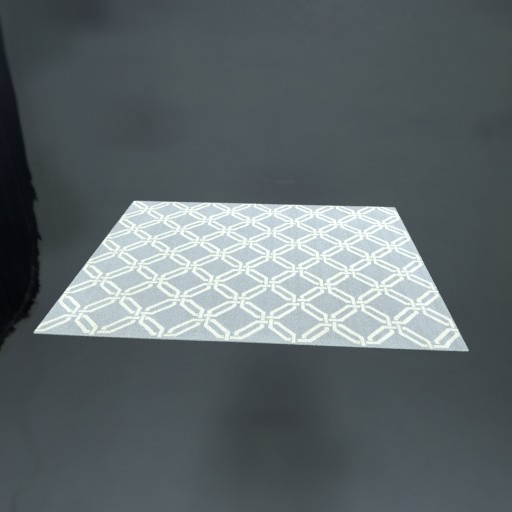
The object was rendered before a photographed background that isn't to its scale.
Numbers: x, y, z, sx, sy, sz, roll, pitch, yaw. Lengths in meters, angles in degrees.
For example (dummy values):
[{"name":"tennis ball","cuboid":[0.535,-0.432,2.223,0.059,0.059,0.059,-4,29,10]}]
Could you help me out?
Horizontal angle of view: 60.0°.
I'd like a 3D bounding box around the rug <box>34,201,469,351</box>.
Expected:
[{"name":"rug","cuboid":[0.000,0.000,3.924,2.895,0.018,2.288,2,30,3]}]
